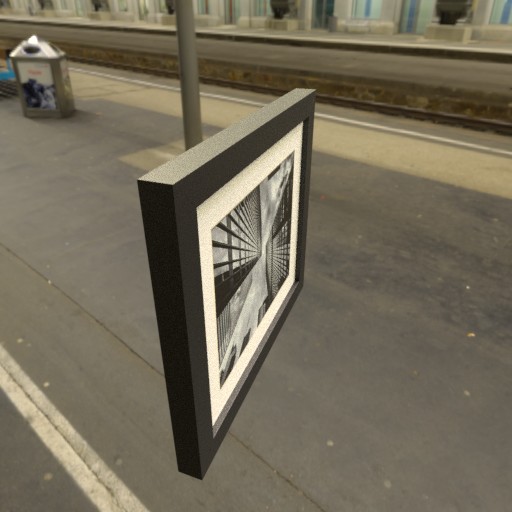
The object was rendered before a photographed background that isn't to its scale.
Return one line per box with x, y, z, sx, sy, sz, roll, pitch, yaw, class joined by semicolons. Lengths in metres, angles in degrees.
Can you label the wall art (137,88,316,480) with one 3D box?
0.000;0.000;0.532;0.028;0.321;0.381;11;32;18;wall art
